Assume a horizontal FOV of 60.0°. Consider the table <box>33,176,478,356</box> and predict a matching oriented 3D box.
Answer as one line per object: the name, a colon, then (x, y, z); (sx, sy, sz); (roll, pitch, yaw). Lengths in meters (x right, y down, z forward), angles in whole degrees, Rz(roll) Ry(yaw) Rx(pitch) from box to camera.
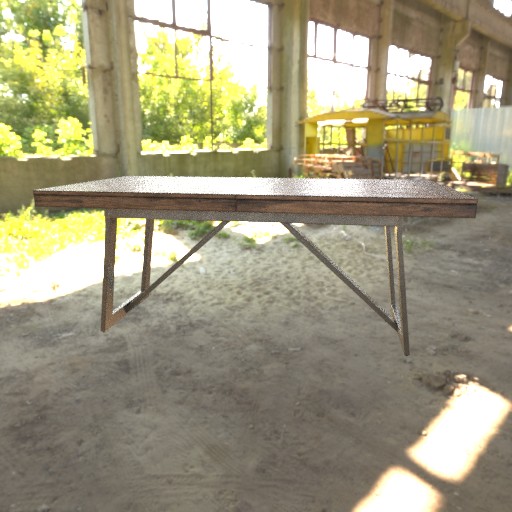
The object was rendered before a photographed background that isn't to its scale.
table: (0.000, 0.000, 2.366); (1.867, 0.757, 0.931); (2, 14, 10)
